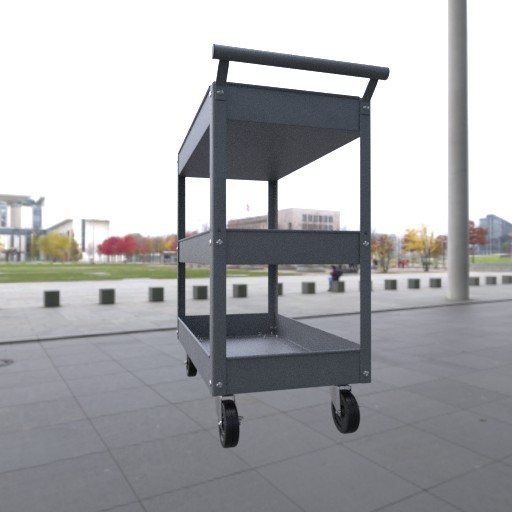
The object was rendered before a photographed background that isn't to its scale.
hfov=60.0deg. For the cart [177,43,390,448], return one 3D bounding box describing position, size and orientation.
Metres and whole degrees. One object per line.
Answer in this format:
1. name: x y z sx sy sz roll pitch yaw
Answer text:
1. cart: 0.000 0.000 1.201 0.366 0.780 0.719 0 0 -16
